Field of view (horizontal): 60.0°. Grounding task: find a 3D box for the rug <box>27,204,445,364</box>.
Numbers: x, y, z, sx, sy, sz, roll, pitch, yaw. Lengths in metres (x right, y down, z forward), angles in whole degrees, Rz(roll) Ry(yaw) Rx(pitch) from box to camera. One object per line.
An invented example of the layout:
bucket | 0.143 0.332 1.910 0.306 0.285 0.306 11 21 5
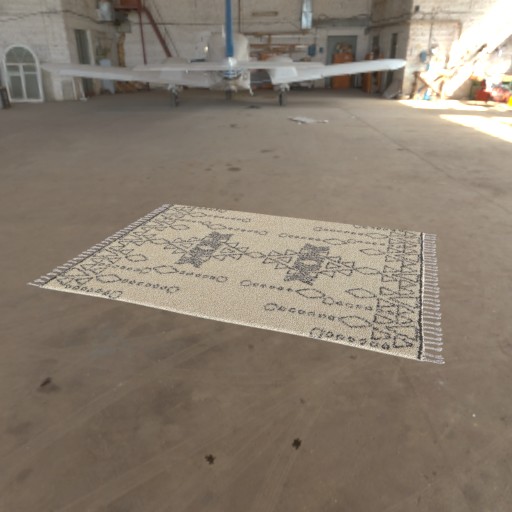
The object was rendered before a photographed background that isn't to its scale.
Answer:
rug | 0.000 0.000 3.892 3.027 0.028 2.125 8 26 17
